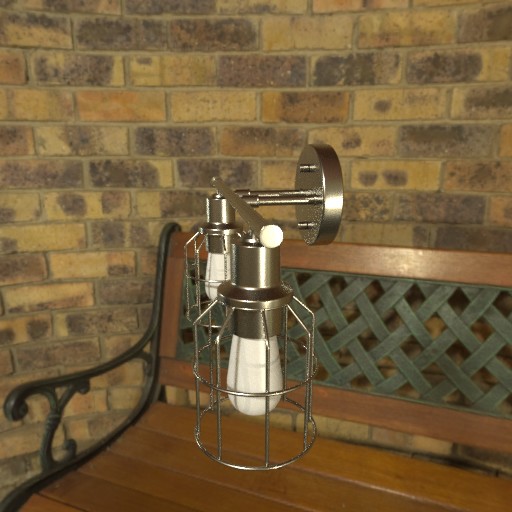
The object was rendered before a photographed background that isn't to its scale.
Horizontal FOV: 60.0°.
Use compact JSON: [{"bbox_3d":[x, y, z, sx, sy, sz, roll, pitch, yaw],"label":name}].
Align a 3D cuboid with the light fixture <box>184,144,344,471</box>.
[{"bbox_3d":[0.000,0.000,0.519,0.165,0.254,0.406,-3,15,-10],"label":"light fixture"}]
